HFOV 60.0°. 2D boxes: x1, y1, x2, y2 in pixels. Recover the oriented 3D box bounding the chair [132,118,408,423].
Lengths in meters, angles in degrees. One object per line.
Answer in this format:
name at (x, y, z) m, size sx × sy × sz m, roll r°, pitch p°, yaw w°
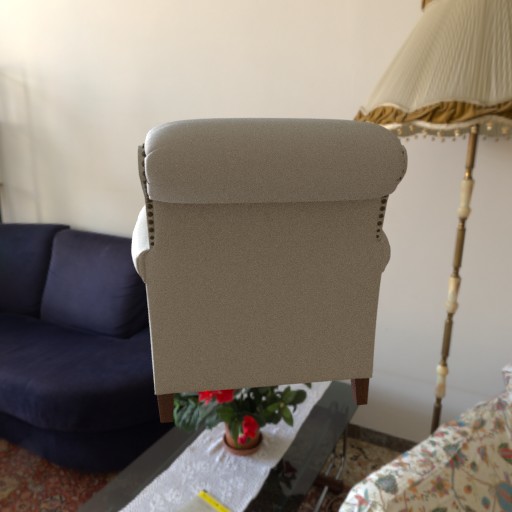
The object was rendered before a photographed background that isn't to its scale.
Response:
chair at (0.000, 0.000, 1.599) m, size 0.854 × 0.927 × 0.890 m, roll -2°, pitch 15°, yaw -8°
